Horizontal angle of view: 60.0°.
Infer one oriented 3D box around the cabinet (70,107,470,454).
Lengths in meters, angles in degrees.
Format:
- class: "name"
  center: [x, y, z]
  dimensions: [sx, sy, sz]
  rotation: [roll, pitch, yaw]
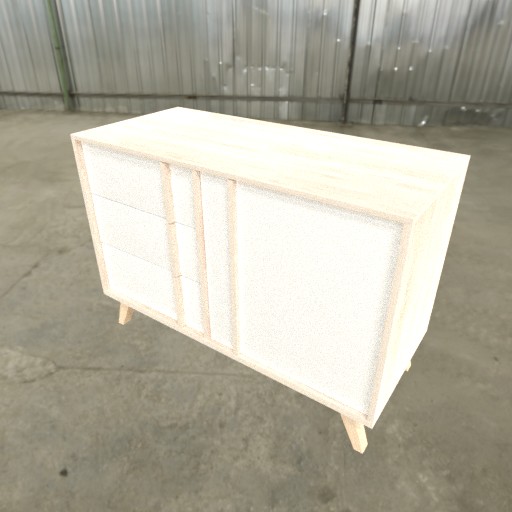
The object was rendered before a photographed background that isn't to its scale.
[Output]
- class: "cabinet"
  center: [0.000, 0.000, 1.530]
  dimensions: [1.110, 0.780, 0.500]
  rotation: [19, 35, 29]
